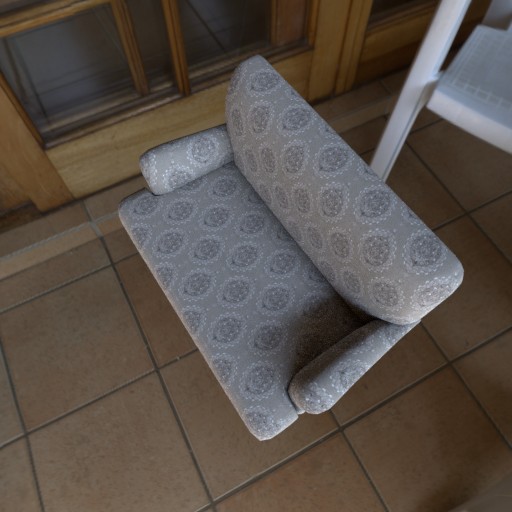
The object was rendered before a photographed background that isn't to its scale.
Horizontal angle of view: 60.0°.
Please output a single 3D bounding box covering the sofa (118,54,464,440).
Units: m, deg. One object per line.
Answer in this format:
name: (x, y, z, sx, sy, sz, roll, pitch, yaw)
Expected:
sofa: (0.000, 0.000, 1.837, 0.779, 0.889, 1.297, -31, 67, -14)
